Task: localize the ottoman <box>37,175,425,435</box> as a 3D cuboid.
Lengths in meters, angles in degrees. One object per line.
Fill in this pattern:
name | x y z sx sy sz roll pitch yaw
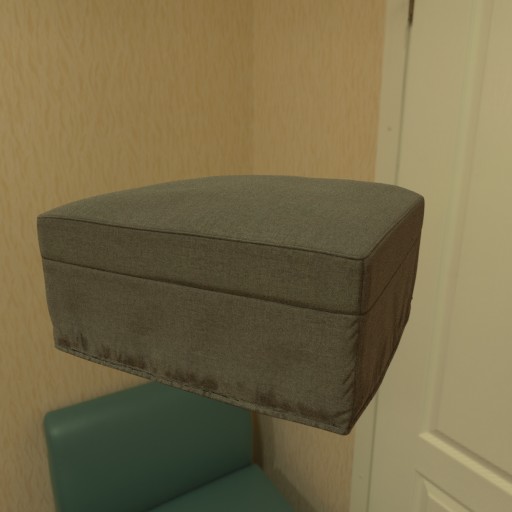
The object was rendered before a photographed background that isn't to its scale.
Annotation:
ottoman | 0.000 0.000 1.307 0.843 0.436 0.840 8 18 26
